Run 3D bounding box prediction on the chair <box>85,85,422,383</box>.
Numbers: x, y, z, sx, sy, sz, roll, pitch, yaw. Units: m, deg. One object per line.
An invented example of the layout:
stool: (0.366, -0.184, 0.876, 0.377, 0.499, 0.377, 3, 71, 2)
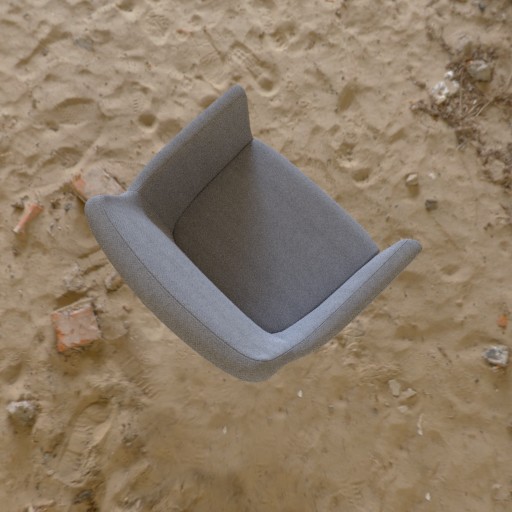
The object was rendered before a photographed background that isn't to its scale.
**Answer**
chair: (0.000, 0.000, 1.172, 0.540, 0.780, 0.570, -44, 79, -11)
